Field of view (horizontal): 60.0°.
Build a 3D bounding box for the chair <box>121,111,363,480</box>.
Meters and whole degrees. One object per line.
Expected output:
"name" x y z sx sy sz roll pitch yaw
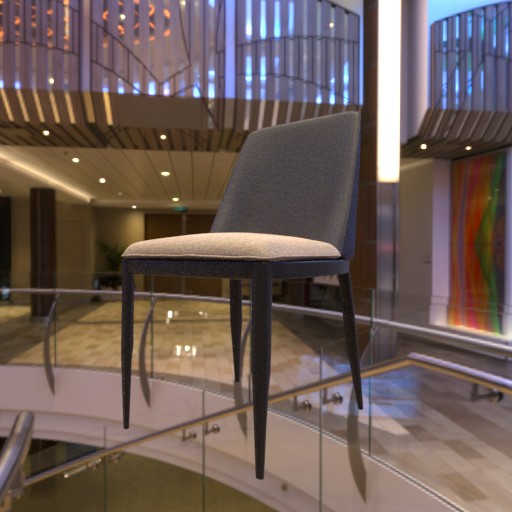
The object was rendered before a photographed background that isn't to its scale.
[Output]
"chair" 0.000 0.000 1.170 0.480 0.839 0.551 1 1 36
